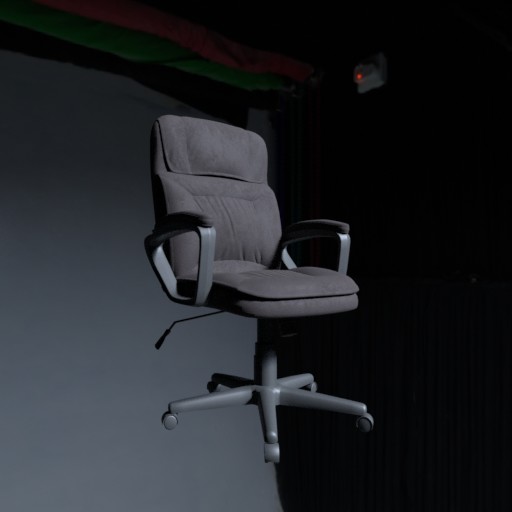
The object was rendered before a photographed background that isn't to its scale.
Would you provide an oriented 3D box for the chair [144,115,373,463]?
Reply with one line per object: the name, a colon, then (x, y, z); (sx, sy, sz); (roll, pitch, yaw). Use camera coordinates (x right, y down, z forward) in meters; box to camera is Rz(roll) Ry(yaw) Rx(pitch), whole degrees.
chair: (0.000, 0.000, 1.562); (0.667, 1.105, 0.724); (0, 0, -36)
